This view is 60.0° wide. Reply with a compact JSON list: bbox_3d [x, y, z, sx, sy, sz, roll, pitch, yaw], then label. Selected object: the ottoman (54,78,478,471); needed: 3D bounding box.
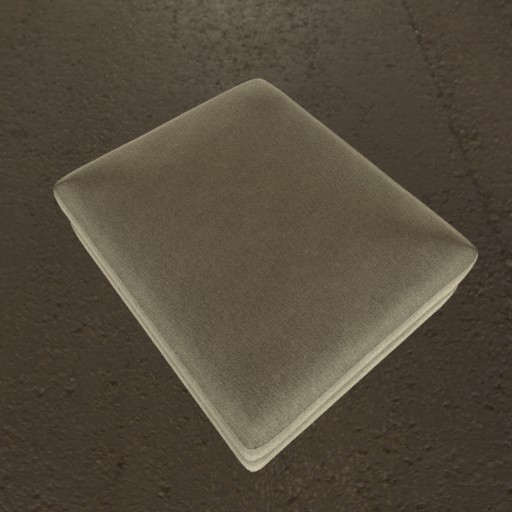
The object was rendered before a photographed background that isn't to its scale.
[{"bbox_3d":[0.000,0.000,1.206,0.693,0.474,0.821,-35,65,-19],"label":"ottoman"}]
